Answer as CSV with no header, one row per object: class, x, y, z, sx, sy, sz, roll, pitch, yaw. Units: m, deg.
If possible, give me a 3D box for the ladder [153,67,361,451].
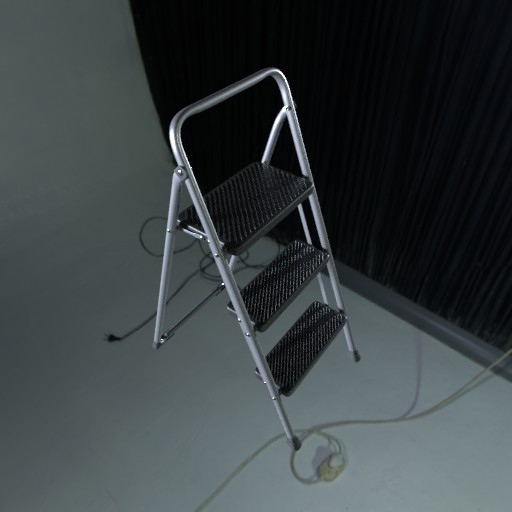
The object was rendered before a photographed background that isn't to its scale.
ladder,0.000,0.000,1.277,0.629,0.945,0.430,27,49,26
